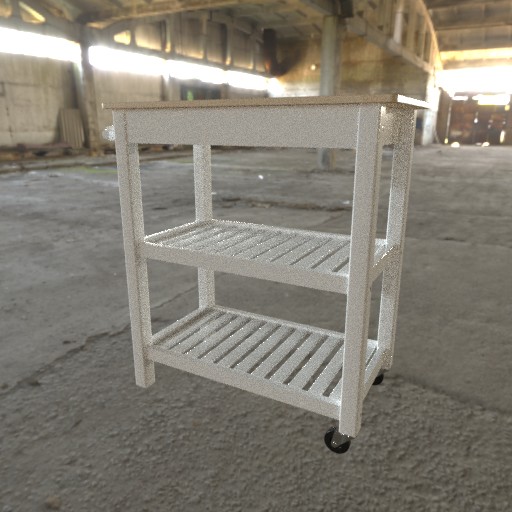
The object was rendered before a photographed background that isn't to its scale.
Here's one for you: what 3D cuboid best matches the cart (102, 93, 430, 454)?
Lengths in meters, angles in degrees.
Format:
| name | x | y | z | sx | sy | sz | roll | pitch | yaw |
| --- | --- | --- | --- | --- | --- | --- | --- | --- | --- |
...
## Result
| name | x | y | z | sx | sy | sz | roll | pitch | yaw |
| --- | --- | --- | --- | --- | --- | --- | --- | --- | --- |
| cart | 0.000 | 0.000 | 1.422 | 0.899 | 0.927 | 0.457 | 9 | 19 | 28 |
